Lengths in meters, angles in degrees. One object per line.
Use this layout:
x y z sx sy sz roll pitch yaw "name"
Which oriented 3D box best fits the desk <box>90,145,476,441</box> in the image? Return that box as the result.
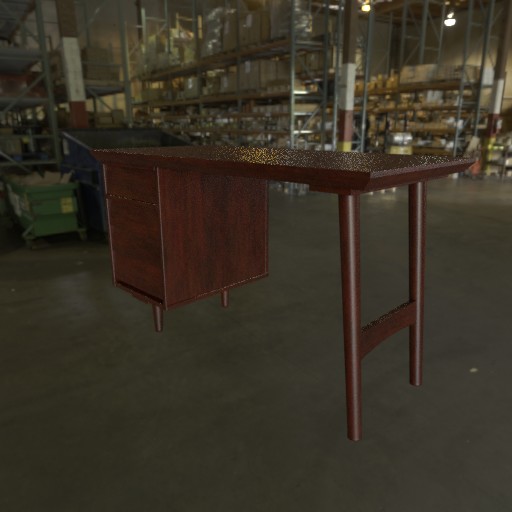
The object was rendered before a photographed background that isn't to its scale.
0.000 0.000 1.674 1.277 0.758 0.612 16 22 42 "desk"
